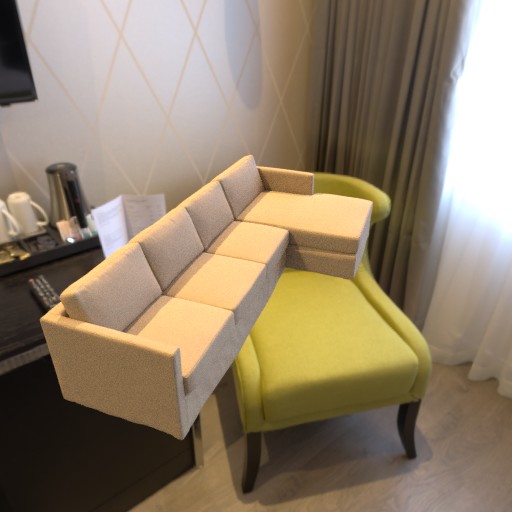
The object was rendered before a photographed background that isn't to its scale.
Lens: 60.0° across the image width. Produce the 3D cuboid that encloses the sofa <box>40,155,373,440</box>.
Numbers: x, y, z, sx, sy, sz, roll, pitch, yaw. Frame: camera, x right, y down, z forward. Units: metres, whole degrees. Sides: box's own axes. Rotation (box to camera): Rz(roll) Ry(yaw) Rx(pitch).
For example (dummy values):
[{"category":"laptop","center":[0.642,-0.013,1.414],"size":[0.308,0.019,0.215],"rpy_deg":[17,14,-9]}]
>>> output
[{"category":"sofa","center":[0.000,0.000,3.846],"size":[1.622,0.871,3.206],"rpy_deg":[10,31,18]}]
